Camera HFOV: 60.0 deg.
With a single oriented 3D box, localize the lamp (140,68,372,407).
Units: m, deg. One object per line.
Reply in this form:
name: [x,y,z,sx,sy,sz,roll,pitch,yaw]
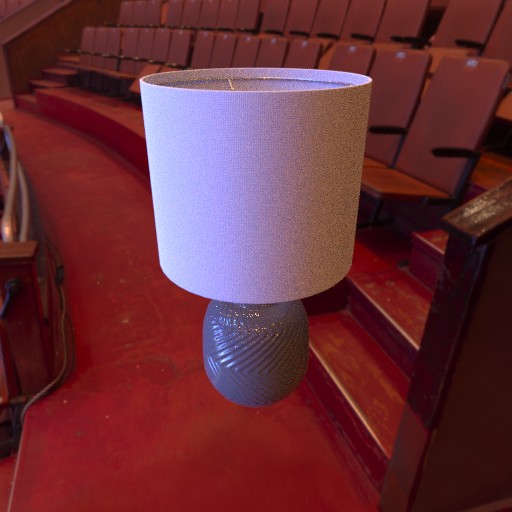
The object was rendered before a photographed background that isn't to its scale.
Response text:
lamp: [0.000,0.000,0.487,0.207,0.366,0.207,-8,28,-16]
